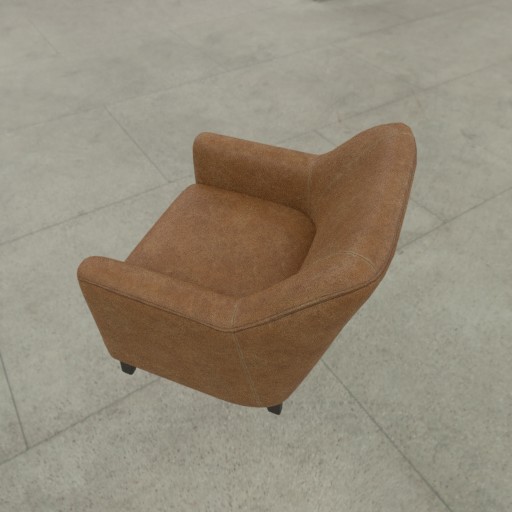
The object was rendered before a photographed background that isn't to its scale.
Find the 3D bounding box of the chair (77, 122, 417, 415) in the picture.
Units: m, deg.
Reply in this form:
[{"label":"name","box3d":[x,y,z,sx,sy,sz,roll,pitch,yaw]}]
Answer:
[{"label":"chair","box3d":[0.000,0.000,1.849,1.034,0.980,1.037,16,48,15]}]
